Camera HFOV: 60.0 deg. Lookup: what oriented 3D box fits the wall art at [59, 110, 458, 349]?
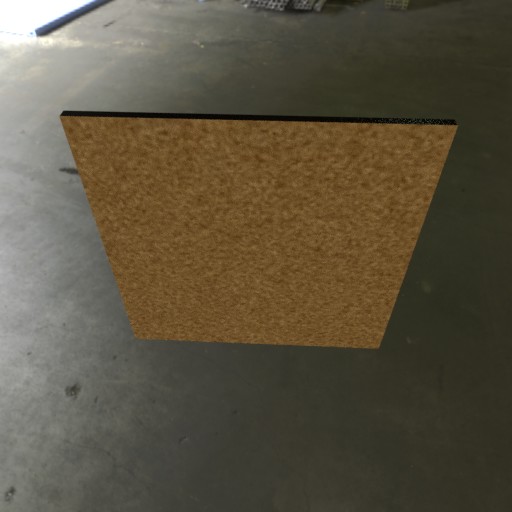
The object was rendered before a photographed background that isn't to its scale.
[{"bbox_3d":[0.000,0.000,0.658,0.446,0.445,0.014,2,46,2],"label":"wall art"}]
